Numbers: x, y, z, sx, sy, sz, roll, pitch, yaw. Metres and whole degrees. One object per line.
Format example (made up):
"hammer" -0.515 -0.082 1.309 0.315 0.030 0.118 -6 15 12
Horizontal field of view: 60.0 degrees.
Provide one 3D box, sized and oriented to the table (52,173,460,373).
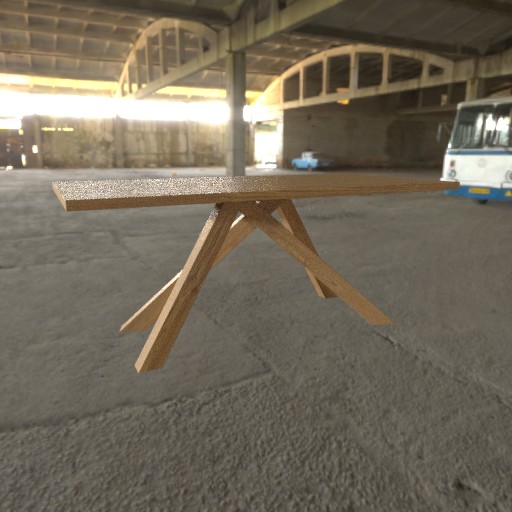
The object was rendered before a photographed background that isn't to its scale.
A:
"table" 0.000 0.000 2.271 1.797 0.750 0.901 -7 15 -26
